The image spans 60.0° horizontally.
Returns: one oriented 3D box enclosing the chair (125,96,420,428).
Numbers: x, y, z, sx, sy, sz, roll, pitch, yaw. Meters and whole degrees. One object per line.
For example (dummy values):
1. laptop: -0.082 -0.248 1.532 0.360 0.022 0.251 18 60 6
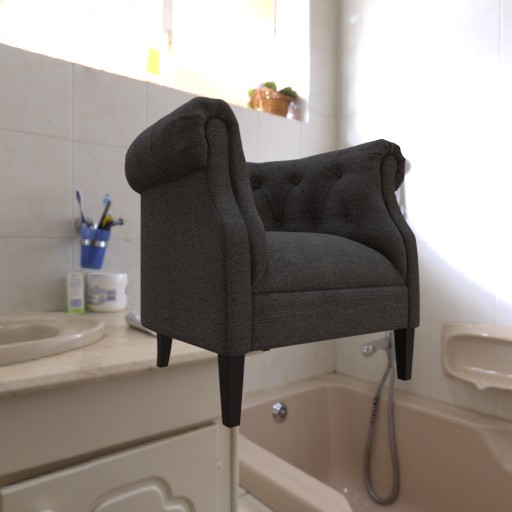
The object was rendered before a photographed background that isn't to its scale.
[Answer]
1. chair: 0.000 0.000 1.587 0.905 0.827 0.852 0 0 -36
